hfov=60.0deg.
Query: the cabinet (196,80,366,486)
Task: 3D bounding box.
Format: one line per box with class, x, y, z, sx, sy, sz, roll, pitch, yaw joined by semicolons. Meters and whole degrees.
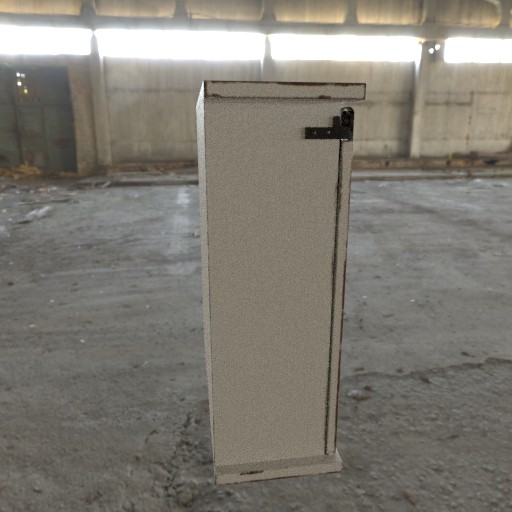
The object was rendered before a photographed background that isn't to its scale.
cabinet;0.000;0.000;0.896;0.210;0.603;0.541;-2;16;-8
